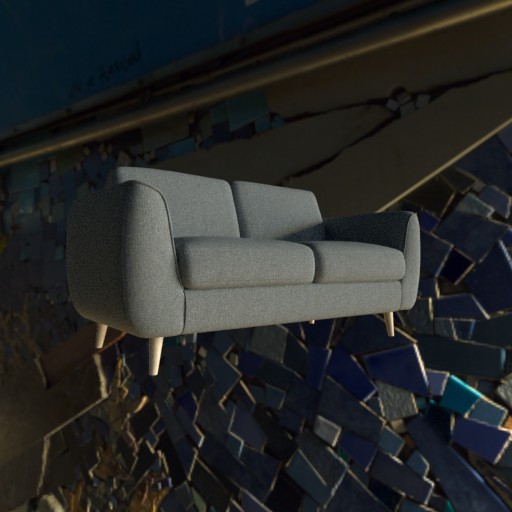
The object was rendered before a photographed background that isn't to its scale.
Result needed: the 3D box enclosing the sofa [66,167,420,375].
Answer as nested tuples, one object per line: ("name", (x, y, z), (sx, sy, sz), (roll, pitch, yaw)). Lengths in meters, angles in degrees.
("sofa", (0.000, 0.000, 2.272), (1.700, 0.870, 0.920), (1, -1, -37))
